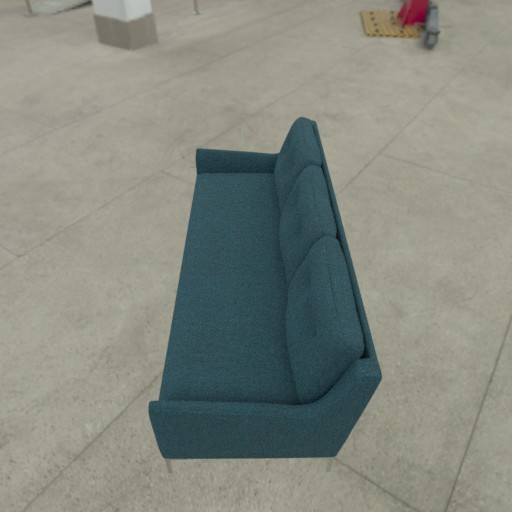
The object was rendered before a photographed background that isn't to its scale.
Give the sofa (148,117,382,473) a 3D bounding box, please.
[{"bbox_3d":[0.000,0.000,2.489,0.849,0.837,2.060,0,41,0],"label":"sofa"}]
